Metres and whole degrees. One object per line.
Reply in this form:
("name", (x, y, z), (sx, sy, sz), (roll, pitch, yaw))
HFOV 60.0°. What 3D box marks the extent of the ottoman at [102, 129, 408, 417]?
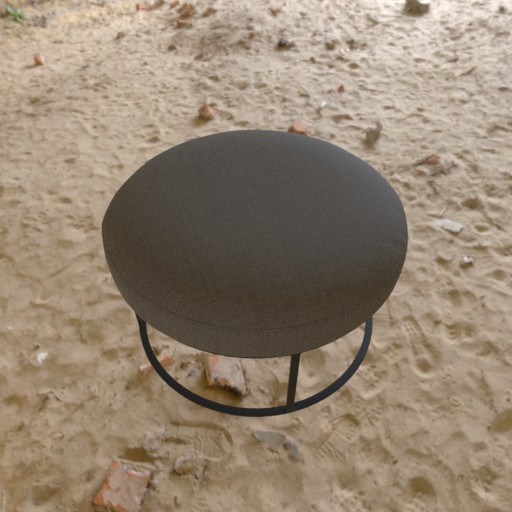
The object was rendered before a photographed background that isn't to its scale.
("ottoman", (0.000, 0.000, 1.252), (0.772, 0.460, 0.772), (0, 45, 0))
